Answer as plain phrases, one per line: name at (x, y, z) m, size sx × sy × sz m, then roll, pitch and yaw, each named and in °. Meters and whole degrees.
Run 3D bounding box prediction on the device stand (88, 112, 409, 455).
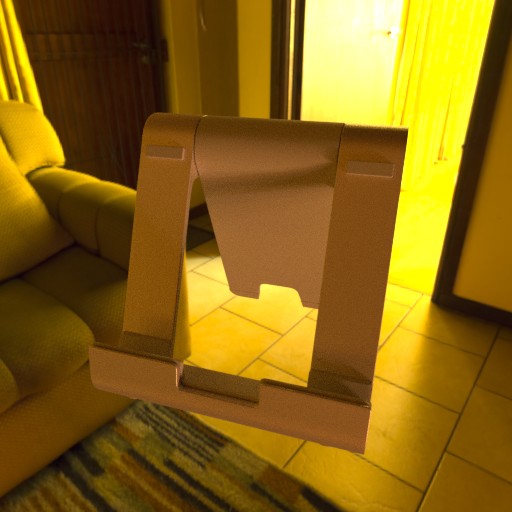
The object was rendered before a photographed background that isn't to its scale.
device stand at (0.000, 0.000, 0.149) m, size 0.086 × 0.084 × 0.079 m, roll 8°, pitch 28°, yaw 15°
